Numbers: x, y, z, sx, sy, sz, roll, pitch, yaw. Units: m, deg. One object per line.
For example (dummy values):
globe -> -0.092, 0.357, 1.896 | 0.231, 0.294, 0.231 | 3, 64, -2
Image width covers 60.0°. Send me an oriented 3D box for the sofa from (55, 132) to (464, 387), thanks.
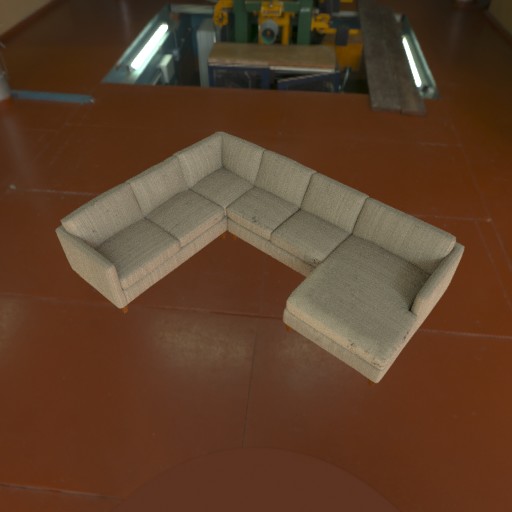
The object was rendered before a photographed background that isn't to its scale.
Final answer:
sofa -> 0.000, 0.000, 4.764 | 3.460, 0.961, 2.594 | 31, 53, 27
